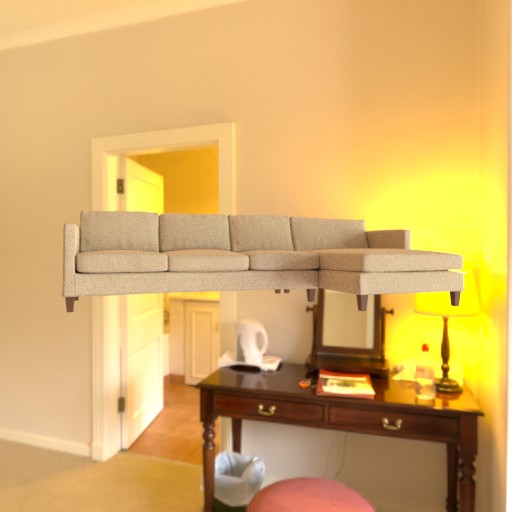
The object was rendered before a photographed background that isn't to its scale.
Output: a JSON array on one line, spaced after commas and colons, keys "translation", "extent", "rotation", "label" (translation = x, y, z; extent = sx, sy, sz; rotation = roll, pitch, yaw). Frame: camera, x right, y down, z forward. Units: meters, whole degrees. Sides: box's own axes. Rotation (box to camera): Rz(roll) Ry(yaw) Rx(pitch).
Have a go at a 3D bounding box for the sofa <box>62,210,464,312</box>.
[{"translation": [0.000, 0.000, 3.972], "extent": [3.186, 0.846, 1.625], "rotation": [0, 1, -19], "label": "sofa"}]
